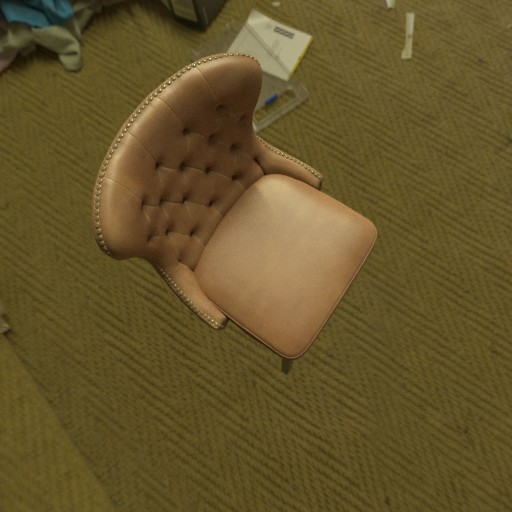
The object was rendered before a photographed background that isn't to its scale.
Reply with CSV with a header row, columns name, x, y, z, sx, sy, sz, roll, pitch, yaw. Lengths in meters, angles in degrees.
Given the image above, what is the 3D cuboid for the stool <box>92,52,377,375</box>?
name,x,y,z,sx,sy,sz,roll,pitch,yaw
stool,0.000,0.000,1.344,0.601,1.050,0.528,33,78,8
